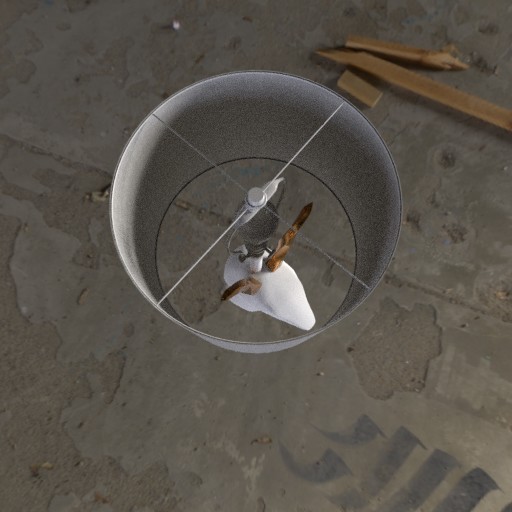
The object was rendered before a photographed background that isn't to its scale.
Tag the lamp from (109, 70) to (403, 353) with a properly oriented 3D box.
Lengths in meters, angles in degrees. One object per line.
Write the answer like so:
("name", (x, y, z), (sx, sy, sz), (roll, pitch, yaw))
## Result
("lamp", (0.000, 0.000, 0.691), (0.298, 0.503, 0.298), (40, 79, 9))
